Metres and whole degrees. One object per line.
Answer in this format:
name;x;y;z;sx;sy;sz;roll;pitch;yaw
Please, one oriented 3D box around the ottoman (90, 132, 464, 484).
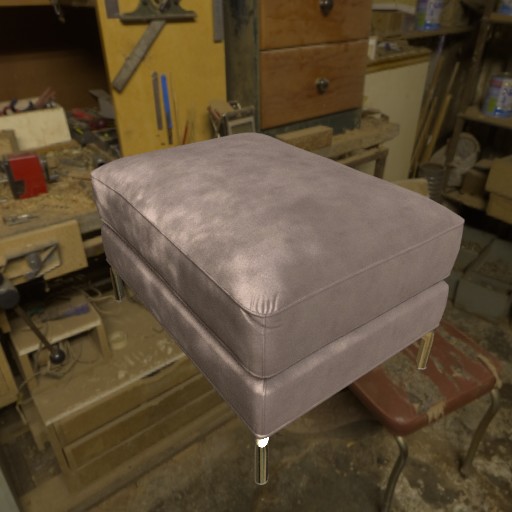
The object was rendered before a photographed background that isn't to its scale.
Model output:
ottoman;0.000;0.000;1.058;0.520;0.456;0.719;-21;37;-30
